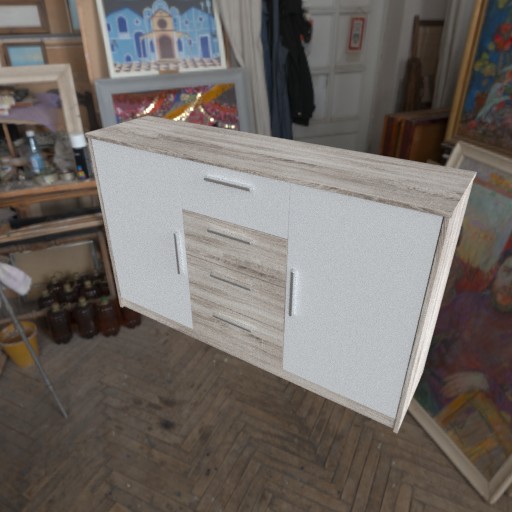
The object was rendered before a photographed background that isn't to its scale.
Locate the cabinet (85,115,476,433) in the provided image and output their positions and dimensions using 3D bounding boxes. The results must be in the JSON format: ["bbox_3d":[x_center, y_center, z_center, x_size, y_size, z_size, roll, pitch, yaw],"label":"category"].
[{"bbox_3d":[0.000,0.000,1.859,1.450,0.900,0.380,18,35,27],"label":"cabinet"}]
